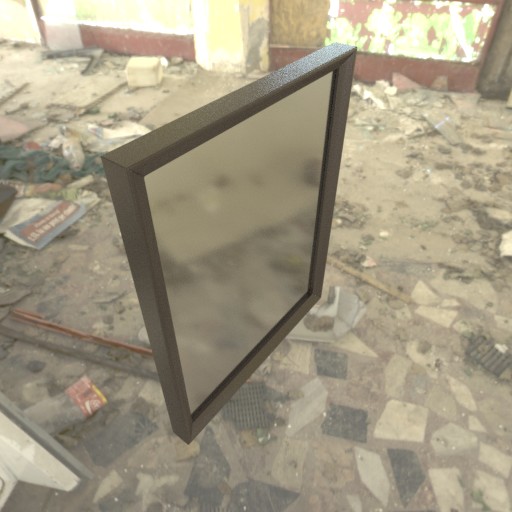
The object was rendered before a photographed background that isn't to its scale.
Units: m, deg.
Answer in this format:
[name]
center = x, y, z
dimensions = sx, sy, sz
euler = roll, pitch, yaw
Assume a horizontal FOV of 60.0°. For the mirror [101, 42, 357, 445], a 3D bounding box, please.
[mirror]
center = 0.000, 0.000, 0.670
dimensions = 0.041, 0.509, 0.406
euler = 27, 49, 27
